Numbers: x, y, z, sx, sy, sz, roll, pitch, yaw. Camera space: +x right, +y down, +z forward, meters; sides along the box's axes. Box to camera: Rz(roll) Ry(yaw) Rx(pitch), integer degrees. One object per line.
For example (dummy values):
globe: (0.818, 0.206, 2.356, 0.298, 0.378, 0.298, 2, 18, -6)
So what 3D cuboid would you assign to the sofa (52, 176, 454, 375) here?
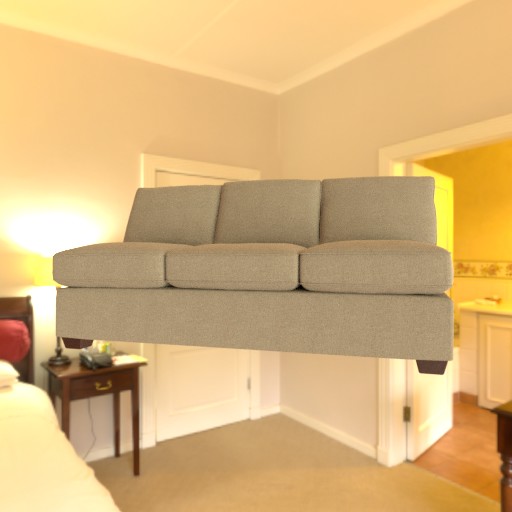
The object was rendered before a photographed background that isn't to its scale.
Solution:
sofa: (0.000, 0.000, 2.682, 2.092, 1.036, 1.127, 0, 0, 17)
